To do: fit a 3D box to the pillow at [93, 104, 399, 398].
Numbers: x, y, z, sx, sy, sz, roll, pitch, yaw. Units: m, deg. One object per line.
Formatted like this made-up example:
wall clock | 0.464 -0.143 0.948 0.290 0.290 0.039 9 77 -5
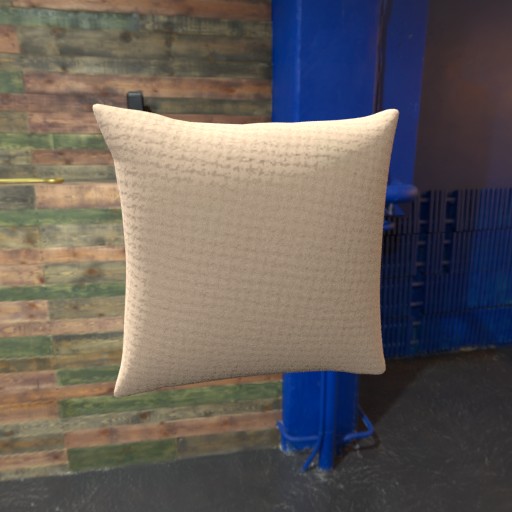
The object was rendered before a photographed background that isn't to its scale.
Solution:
pillow | 0.000 0.000 0.635 0.419 0.407 0.173 -2 14 -9
